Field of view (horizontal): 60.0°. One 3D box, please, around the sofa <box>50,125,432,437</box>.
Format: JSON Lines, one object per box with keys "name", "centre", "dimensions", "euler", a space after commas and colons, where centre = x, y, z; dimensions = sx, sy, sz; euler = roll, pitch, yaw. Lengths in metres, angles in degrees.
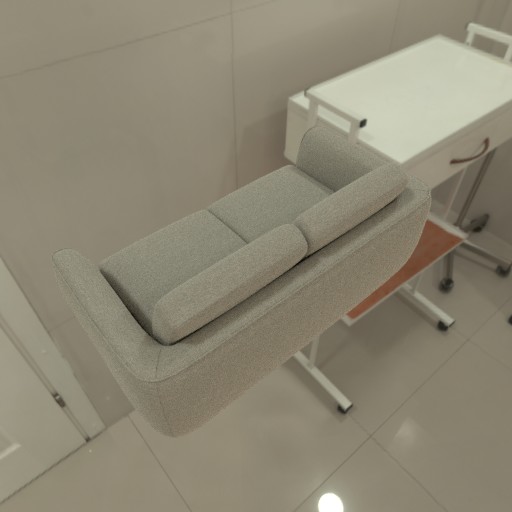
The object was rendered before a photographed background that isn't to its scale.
{"name": "sofa", "centre": [0.000, 0.000, 2.200], "dimensions": [1.700, 0.850, 0.920], "euler": [-32, 54, -26]}
